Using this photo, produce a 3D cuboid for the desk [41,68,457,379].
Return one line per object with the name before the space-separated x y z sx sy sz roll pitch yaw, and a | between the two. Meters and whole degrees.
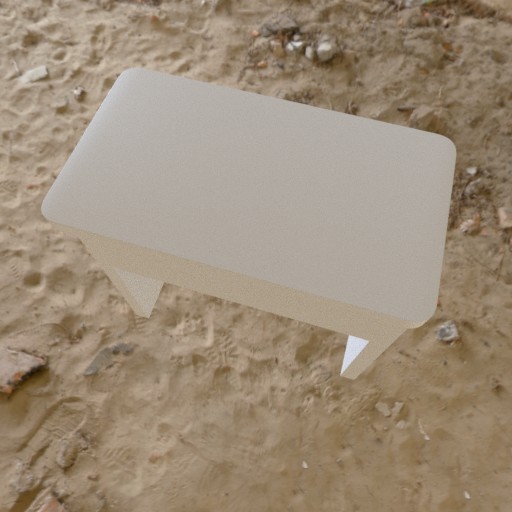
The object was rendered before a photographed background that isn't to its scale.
desk | 0.000 0.000 1.265 0.790 0.760 0.446 15 65 7
